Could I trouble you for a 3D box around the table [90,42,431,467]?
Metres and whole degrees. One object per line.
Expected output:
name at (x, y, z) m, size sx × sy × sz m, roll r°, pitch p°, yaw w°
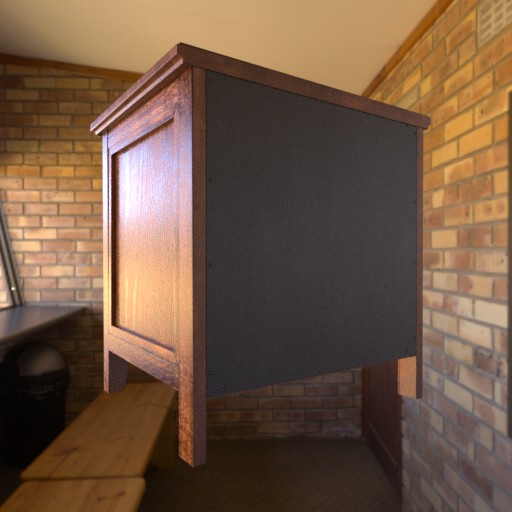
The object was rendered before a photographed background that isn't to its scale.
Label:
table at (0.000, 0.000, 0.967) m, size 0.586 × 0.597 × 0.461 m, roll 0°, pitch 0°, yaw -35°
